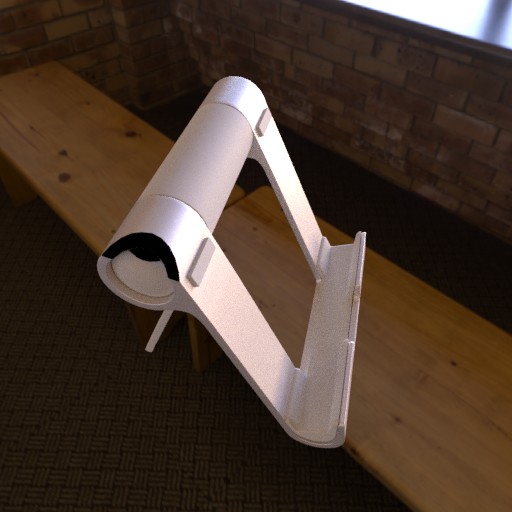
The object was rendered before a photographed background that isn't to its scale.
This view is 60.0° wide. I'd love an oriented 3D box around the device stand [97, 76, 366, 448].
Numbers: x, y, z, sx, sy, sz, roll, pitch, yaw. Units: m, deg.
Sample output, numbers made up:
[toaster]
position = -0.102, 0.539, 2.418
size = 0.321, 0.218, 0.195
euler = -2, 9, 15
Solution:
[device stand]
position = 0.000, 0.000, 0.152
size = 0.079, 0.084, 0.086
euler = 10, 48, 9
